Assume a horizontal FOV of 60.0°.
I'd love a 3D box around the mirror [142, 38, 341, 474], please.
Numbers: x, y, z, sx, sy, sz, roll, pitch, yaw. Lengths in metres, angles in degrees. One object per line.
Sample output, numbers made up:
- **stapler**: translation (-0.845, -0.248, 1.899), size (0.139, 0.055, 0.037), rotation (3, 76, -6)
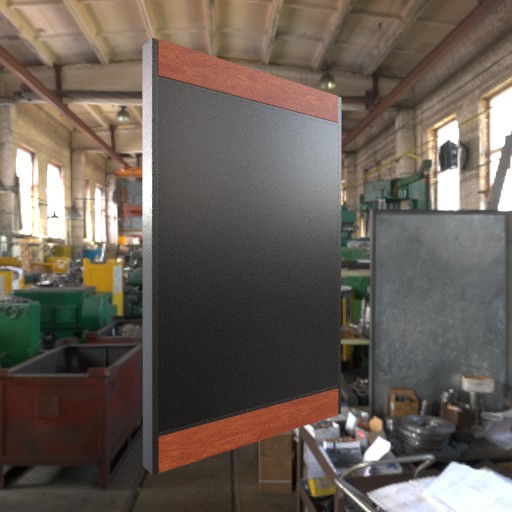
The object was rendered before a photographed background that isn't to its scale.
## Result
- **mirror**: translation (0.000, 0.000, 1.010), size (0.525, 0.823, 0.047), rotation (0, 0, -37)
